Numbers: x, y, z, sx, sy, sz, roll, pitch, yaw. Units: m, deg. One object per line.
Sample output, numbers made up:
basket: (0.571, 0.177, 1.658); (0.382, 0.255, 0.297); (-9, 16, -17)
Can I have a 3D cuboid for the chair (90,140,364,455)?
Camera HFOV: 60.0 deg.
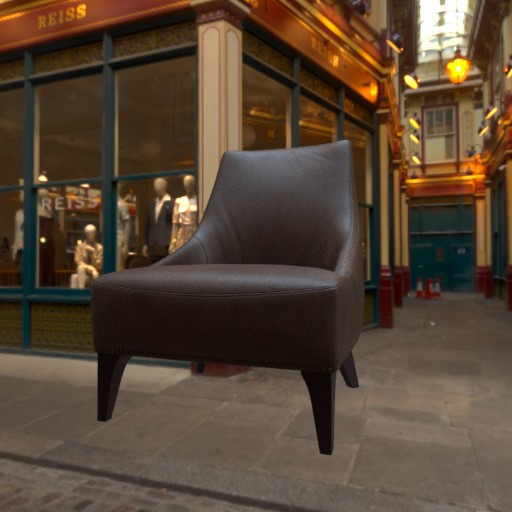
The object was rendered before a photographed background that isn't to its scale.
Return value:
chair: (0.000, 0.000, 1.481); (0.701, 0.909, 0.861); (0, -1, 20)
